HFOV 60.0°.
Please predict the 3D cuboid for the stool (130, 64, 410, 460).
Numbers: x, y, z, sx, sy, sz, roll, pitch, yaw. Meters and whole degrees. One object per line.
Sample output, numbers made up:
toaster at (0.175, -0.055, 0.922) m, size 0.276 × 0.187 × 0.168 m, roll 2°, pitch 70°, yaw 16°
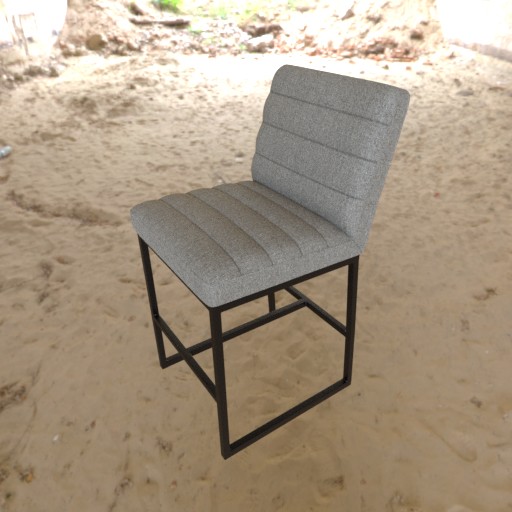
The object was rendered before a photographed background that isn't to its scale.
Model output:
stool at (0.000, 0.000, 1.268) m, size 0.560 × 0.940 × 0.460 m, roll -20°, pitch 36°, yaw -29°
